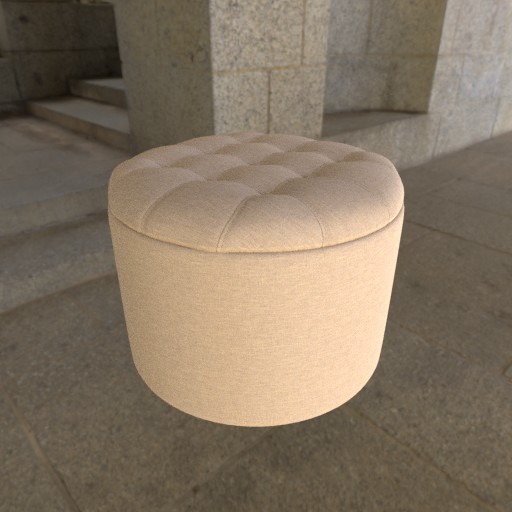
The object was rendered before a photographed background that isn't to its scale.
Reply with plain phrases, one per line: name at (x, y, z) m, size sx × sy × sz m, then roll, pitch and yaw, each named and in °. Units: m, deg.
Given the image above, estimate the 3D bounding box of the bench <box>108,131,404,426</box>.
bench at (0.000, 0.000, 1.000) m, size 0.600 × 0.454 × 0.600 m, roll 0°, pitch 28°, yaw 0°
